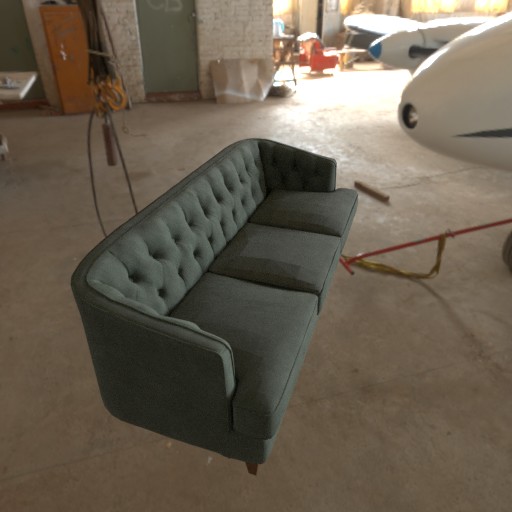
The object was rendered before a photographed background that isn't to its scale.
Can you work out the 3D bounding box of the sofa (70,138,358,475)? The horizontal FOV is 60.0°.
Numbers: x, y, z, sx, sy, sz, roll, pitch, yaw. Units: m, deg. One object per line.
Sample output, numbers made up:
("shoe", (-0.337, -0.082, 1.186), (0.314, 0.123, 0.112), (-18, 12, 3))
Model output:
("sofa", (0.000, 0.000, 2.661), (0.941, 0.855, 2.278), (10, 32, 16))
